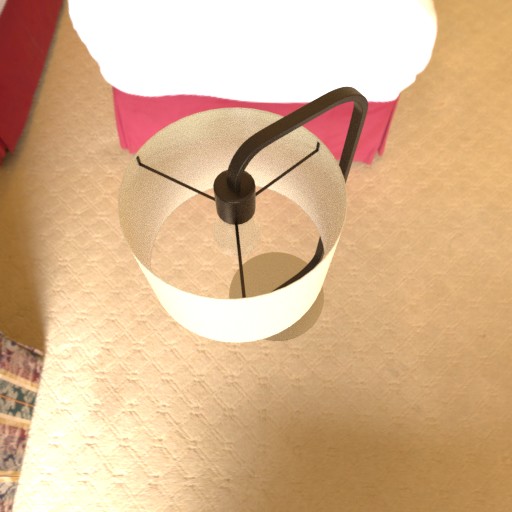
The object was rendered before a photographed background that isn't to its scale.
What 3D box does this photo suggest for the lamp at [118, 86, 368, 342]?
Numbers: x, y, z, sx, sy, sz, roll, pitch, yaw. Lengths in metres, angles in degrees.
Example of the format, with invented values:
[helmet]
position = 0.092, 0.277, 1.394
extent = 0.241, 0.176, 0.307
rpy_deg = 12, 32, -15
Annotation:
[lamp]
position = 0.000, 0.000, 0.613
extent = 0.288, 0.473, 0.230
rpy_deg = -33, 68, -15
